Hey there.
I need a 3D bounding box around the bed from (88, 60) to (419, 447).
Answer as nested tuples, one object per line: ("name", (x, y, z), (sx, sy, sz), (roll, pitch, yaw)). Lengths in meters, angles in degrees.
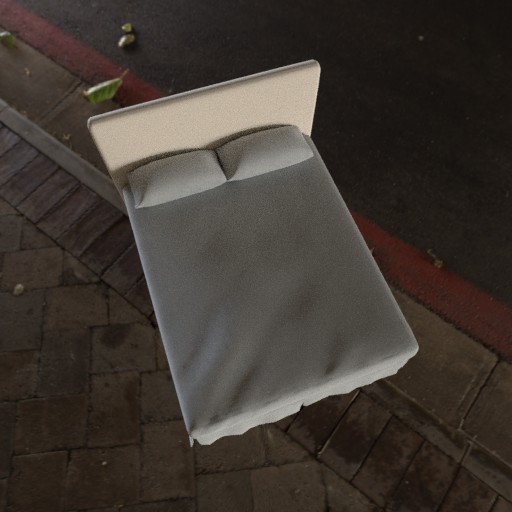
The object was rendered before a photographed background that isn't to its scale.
("bed", (0.000, 0.000, 3.239), (1.748, 1.330, 2.142), (-18, 66, -8))
